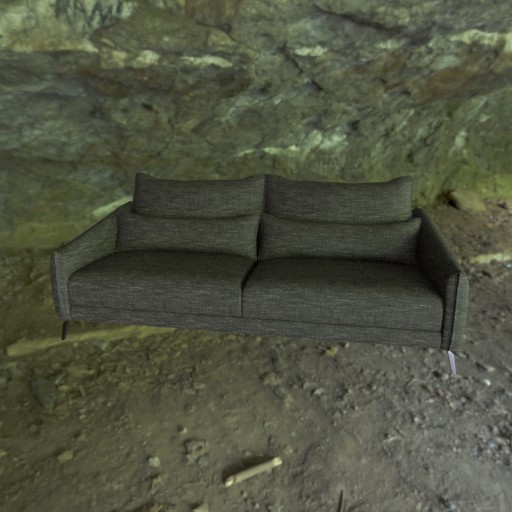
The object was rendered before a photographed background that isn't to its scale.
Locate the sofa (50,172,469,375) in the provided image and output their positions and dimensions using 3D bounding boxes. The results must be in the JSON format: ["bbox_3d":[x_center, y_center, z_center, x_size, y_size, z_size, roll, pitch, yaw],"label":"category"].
[{"bbox_3d":[0.000,0.000,2.433,2.019,0.843,0.807,3,14,10],"label":"sofa"}]
